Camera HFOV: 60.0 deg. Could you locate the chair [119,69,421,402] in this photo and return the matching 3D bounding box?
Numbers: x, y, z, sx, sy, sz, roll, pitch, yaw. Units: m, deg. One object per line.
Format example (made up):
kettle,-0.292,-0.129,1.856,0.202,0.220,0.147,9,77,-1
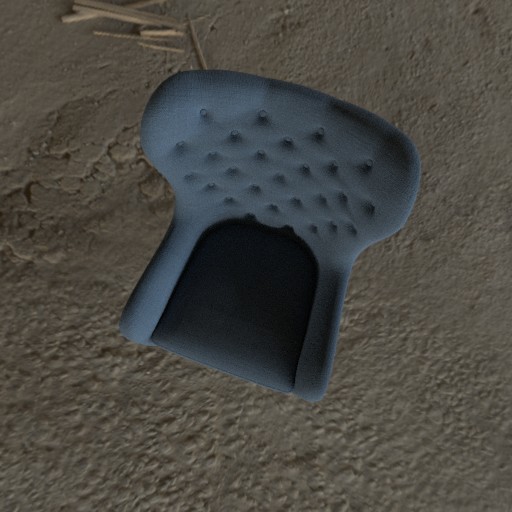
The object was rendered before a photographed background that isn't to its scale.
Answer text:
chair,0.000,0.000,1.734,0.831,1.079,0.930,18,77,4
